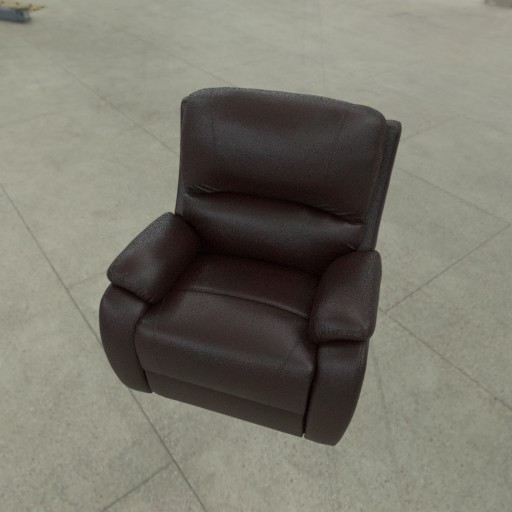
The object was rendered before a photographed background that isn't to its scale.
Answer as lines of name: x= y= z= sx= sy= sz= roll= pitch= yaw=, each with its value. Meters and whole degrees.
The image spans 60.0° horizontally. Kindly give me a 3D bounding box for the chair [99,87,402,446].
chair: x=0.000 y=0.000 z=1.675 sx=0.930 sy=1.011 sz=0.899 roll=11 pitch=42 yaw=13
